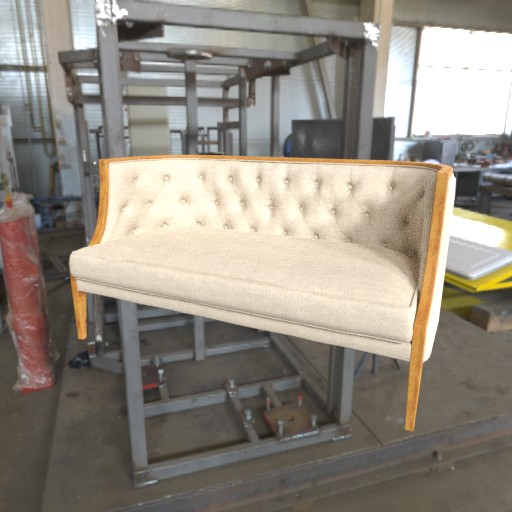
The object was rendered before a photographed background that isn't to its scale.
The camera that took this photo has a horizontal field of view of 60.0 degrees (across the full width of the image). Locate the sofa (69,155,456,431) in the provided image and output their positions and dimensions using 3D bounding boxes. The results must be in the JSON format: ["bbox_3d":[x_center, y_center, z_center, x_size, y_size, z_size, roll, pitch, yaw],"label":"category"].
[{"bbox_3d":[0.000,0.000,1.879,1.474,0.775,0.770,8,18,25],"label":"sofa"}]
